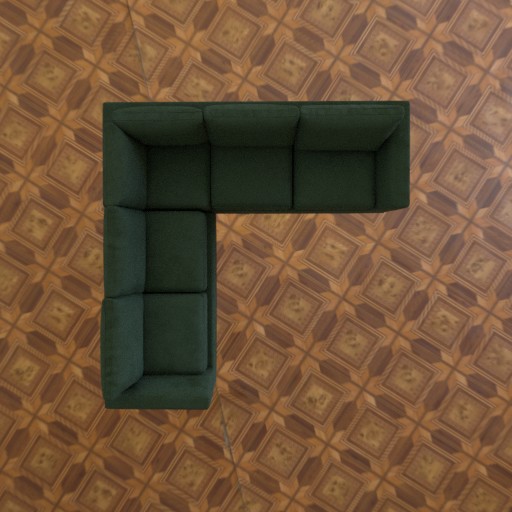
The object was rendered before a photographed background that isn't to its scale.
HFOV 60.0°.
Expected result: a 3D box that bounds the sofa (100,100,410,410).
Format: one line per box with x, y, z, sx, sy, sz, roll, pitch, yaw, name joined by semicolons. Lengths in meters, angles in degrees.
0.000;0.000;3.772;2.452;1.004;2.468;0;91;1;sofa
